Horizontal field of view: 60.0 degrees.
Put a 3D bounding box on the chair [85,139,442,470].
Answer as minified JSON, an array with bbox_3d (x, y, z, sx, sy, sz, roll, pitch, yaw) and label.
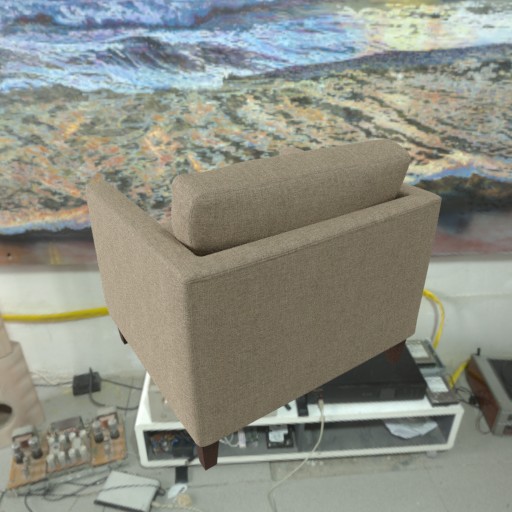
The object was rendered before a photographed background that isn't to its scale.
[{"bbox_3d":[0.000,0.000,1.864,1.107,0.987,0.959,-18,33,-30],"label":"chair"}]
